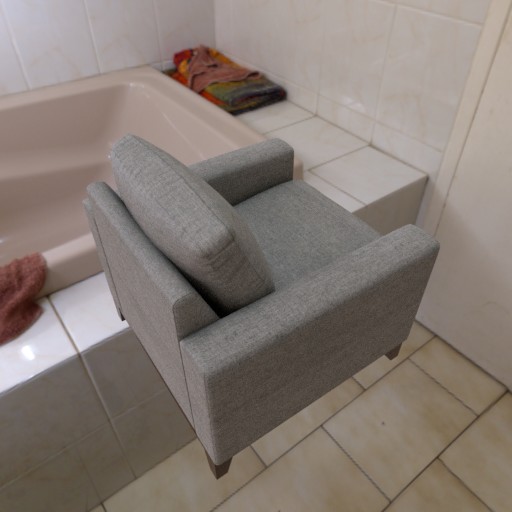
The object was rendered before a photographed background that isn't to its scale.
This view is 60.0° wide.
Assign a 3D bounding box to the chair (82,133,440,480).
[{"bbox_3d":[0.000,0.000,1.848,1.038,1.010,1.024,-25,47,-25],"label":"chair"}]
